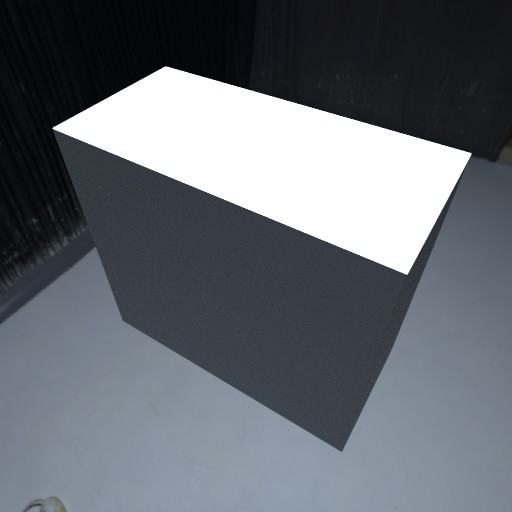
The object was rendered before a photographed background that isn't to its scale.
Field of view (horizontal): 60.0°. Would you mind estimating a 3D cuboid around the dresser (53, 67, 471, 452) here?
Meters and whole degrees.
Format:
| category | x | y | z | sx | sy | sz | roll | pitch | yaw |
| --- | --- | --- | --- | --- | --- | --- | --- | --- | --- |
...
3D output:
| category | x | y | z | sx | sy | sz | roll | pitch | yaw |
| --- | --- | --- | --- | --- | --- | --- | --- | --- | --- |
| dresser | 0.000 | 0.000 | 1.241 | 0.830 | 0.740 | 0.420 | 24 | 51 | 22 |
